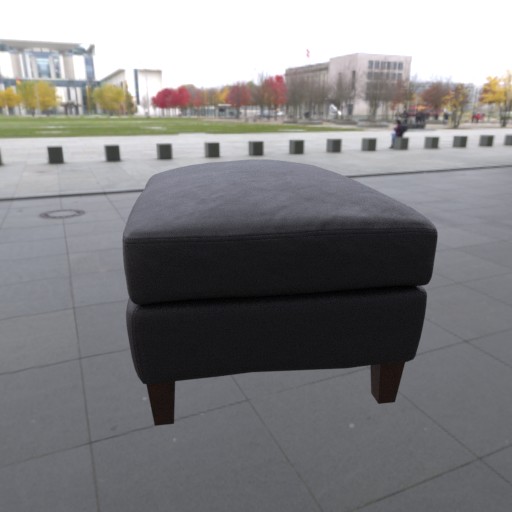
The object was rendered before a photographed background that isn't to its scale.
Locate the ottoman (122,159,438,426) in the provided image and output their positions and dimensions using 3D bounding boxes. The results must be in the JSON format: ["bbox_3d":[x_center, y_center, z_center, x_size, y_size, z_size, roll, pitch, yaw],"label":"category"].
[{"bbox_3d":[0.000,0.000,1.305,0.659,0.529,0.887,-3,18,-8],"label":"ottoman"}]
